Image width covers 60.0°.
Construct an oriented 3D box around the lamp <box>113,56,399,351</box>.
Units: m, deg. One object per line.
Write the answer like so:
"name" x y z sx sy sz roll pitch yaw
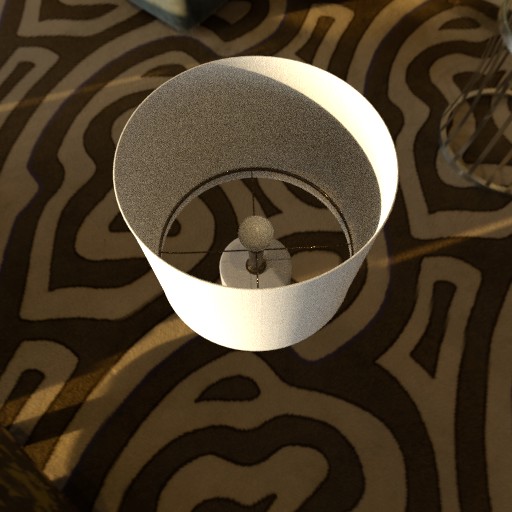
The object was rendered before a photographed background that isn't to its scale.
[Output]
"lamp" 0.000 0.000 0.530 0.229 0.380 0.229 0 65 0
